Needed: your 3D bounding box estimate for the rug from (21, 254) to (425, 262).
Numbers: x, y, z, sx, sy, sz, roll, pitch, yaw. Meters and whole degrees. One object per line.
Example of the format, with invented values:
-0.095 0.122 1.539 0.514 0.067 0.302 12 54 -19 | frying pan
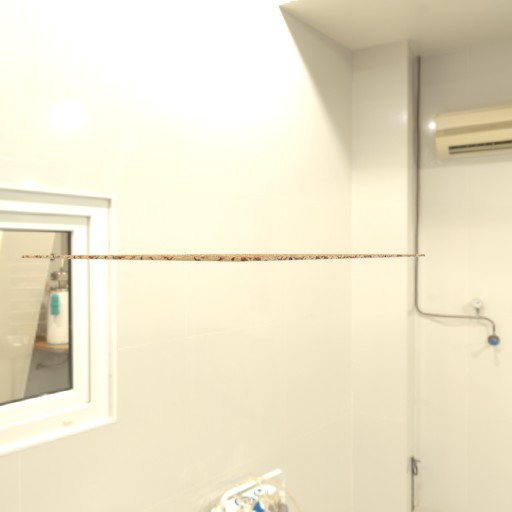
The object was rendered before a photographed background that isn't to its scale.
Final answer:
0.000 0.000 2.329 1.226 0.013 1.838 0 1 36 | rug
